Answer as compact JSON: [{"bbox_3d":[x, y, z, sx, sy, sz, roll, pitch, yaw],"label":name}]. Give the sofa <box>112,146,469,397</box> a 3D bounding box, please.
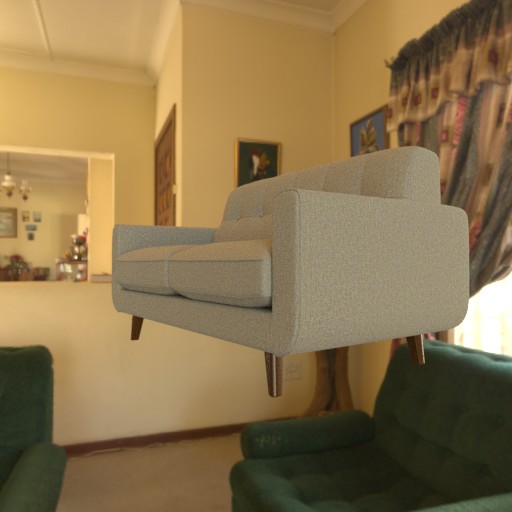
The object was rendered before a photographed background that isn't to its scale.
[{"bbox_3d":[0.000,0.000,2.179,0.952,0.925,1.651,1,-1,-36],"label":"sofa"}]
